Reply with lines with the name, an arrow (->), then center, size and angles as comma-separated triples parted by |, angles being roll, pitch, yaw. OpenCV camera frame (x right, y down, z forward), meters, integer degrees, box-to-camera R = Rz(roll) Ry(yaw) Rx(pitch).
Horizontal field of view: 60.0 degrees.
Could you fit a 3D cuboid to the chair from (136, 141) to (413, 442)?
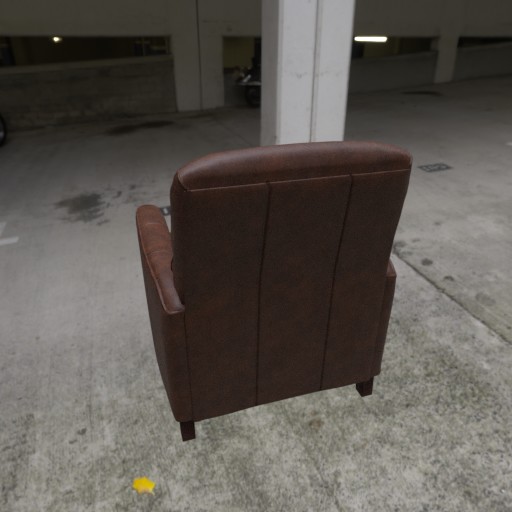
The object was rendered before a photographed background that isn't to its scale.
chair -> 0.000, 0.000, 1.687 | 0.839, 1.010, 0.850 | -8, 28, -16
